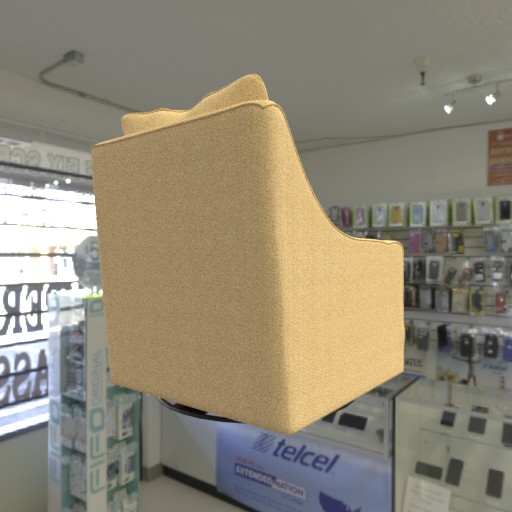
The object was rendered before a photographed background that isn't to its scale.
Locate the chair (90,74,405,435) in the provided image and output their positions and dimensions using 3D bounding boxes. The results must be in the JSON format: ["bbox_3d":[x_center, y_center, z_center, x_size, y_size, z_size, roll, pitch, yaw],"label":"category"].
[{"bbox_3d":[0.000,0.000,1.569,0.760,0.927,0.876,0,0,38],"label":"chair"}]
